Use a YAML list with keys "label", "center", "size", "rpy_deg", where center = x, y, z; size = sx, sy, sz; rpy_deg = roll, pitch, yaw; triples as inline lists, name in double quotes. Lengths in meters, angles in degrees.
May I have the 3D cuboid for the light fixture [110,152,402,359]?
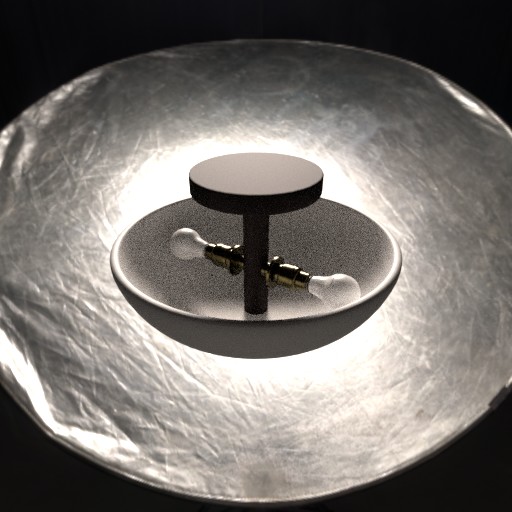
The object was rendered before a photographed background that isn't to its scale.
- label: "light fixture"
  center: [0.000, 0.000, 0.531]
  size: [0.331, 0.212, 0.331]
  rpy_deg: [0, 29, 0]
